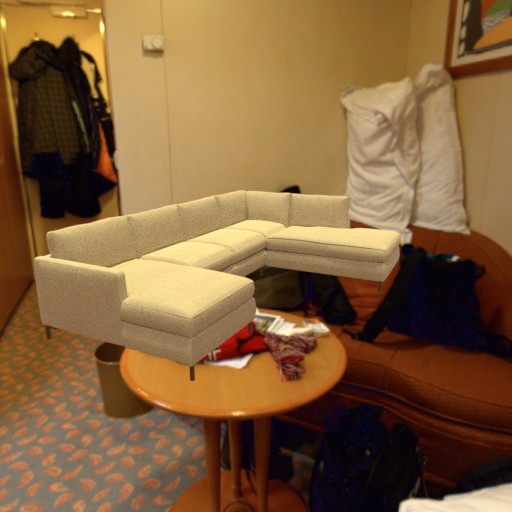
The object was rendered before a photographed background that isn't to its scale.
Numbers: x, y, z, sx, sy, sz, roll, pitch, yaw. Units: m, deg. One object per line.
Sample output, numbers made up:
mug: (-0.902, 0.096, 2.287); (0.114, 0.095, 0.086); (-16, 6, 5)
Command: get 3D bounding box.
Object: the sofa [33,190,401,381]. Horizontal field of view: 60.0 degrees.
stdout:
sofa: (0.000, 0.000, 3.639); (1.879, 0.756, 2.737); (8, 17, 26)
